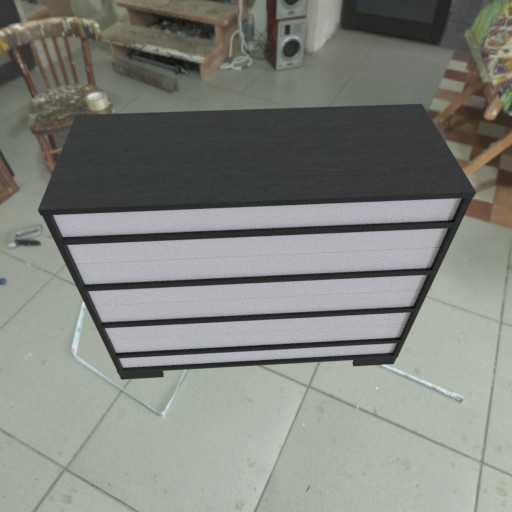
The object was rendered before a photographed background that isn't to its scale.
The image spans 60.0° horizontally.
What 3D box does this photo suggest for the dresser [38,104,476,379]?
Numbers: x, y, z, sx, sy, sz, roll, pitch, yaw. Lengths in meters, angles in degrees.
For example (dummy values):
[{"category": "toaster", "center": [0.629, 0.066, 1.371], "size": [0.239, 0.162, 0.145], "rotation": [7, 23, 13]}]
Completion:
[{"category": "dresser", "center": [0.000, 0.000, 1.439], "size": [0.994, 0.816, 0.404], "rotation": [-3, 48, -2]}]
